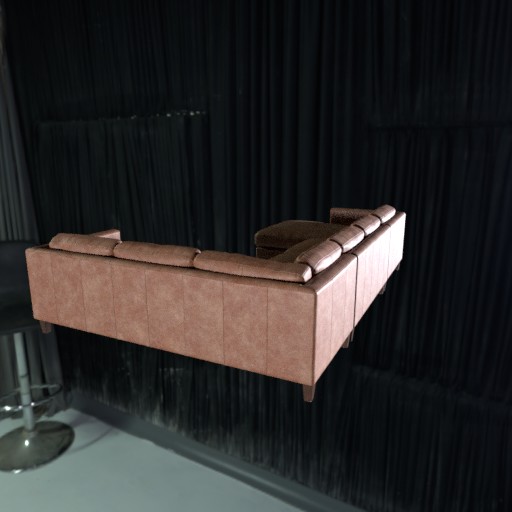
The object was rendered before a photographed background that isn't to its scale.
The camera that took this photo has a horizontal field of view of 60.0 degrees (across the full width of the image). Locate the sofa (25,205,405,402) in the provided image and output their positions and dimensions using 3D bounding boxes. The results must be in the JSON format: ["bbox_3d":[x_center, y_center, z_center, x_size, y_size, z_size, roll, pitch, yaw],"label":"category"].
[{"bbox_3d":[0.000,0.000,4.543,2.430,0.832,3.401,7,15,25],"label":"sofa"}]
